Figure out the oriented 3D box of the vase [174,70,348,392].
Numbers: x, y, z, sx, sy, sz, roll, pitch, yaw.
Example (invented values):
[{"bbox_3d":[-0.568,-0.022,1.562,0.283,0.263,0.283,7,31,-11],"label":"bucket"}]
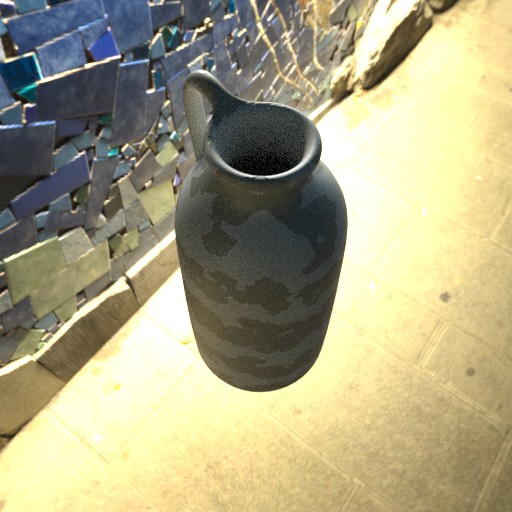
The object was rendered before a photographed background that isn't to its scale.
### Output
[{"bbox_3d":[0.000,0.000,0.490,0.186,0.382,0.203,-34,63,-19],"label":"vase"}]
